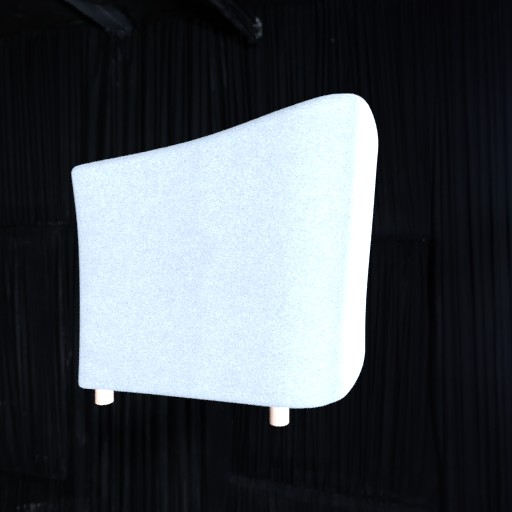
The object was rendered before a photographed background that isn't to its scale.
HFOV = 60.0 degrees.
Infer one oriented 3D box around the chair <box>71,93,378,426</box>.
[{"bbox_3d":[0.000,0.000,1.328,0.700,0.720,0.790,0,0,17],"label":"chair"}]
